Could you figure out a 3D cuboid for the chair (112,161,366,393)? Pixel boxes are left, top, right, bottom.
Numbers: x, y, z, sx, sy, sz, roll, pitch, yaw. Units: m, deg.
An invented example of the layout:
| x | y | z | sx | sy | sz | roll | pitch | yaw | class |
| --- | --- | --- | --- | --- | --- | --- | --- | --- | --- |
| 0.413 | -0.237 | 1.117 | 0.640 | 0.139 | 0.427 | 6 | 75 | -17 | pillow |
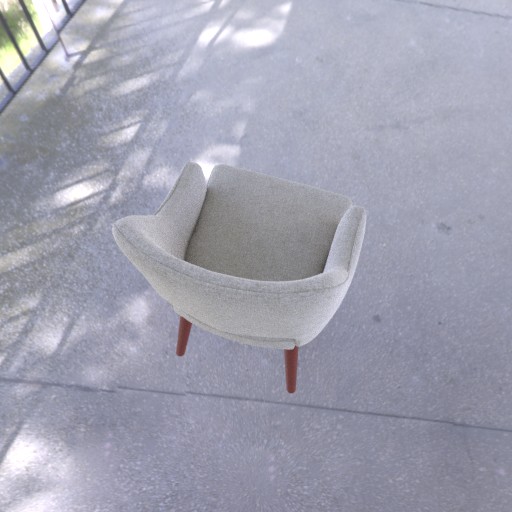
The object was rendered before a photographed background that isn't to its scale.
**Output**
| x | y | z | sx | sy | sz | roll | pitch | yaw | class |
| --- | --- | --- | --- | --- | --- | --- | --- | --- | --- |
| 0.000 | 0.000 | 1.264 | 0.548 | 0.849 | 0.605 | 16 | 64 | 8 | chair |
